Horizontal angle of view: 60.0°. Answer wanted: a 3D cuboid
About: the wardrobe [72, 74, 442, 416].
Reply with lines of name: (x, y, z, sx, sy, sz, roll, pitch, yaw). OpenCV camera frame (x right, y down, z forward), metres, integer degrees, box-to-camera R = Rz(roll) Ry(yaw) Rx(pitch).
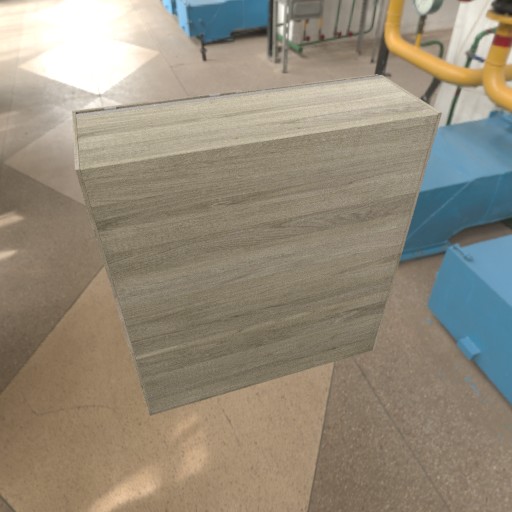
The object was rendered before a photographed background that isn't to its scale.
wardrobe: (0.000, 0.000, 2.899, 1.780, 1.960, 0.629, -12, 43, -14)
